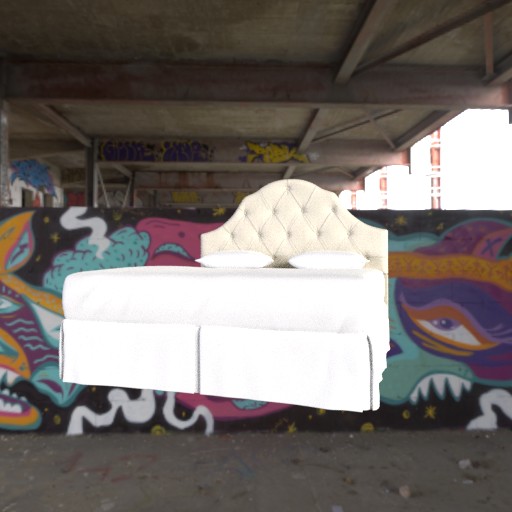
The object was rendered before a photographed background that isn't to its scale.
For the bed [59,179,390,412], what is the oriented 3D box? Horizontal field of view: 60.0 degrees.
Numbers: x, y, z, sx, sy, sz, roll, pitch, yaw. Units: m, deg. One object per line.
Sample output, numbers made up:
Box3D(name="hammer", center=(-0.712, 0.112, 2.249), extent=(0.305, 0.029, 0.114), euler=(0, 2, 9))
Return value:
Box3D(name="bed", center=(0.000, 0.000, 3.534), extent=(2.008, 1.615, 2.214), euler=(0, -1, 18))
